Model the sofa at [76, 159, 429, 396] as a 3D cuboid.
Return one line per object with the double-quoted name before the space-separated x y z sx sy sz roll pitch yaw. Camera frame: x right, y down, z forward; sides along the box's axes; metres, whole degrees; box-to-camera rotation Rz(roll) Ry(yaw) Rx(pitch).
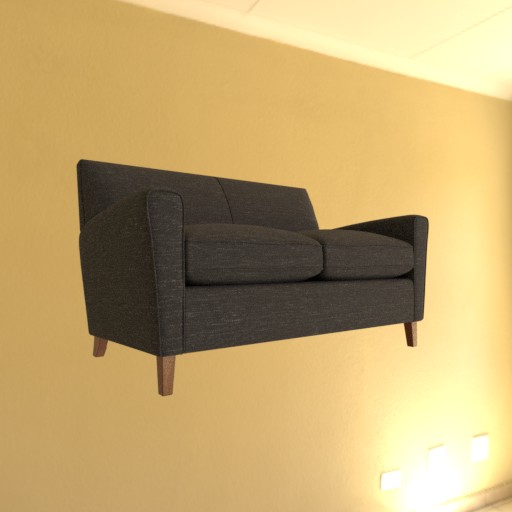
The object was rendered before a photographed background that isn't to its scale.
"sofa" 0.000 0.000 2.018 1.420 0.846 0.875 0 -1 -37
